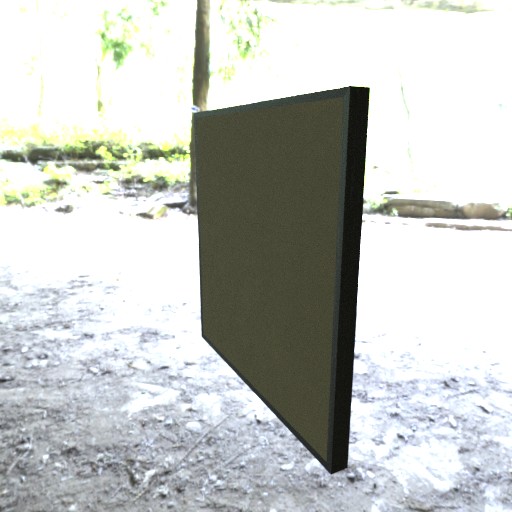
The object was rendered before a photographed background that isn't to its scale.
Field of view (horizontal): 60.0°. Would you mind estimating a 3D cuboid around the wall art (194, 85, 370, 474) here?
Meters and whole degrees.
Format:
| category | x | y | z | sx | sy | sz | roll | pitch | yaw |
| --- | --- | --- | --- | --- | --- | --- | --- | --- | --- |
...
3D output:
| category | x | y | z | sx | sy | sz | roll | pitch | yaw |
| --- | --- | --- | --- | --- | --- | --- | --- | --- | --- |
| wall art | 0.000 | 0.000 | 1.163 | 0.043 | 0.758 | 0.762 | -7 | 16 | -26 |
